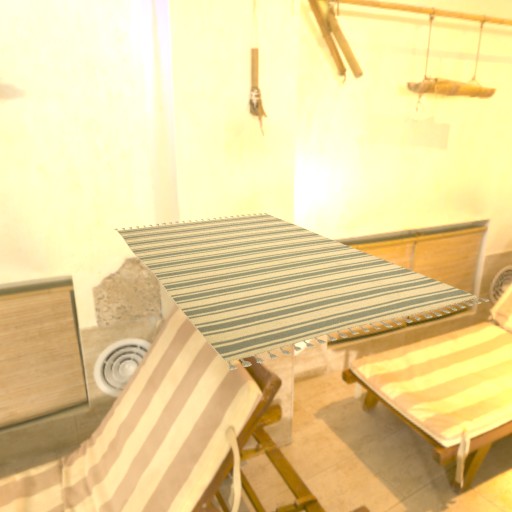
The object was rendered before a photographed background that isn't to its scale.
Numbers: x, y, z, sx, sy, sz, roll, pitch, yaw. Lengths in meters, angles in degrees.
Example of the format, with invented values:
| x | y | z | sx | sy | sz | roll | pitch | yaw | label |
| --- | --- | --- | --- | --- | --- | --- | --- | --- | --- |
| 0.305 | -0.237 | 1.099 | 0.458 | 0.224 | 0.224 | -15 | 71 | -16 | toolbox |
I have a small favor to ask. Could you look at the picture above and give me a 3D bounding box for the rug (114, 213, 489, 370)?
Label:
| x | y | z | sx | sy | sz | roll | pitch | yaw | label |
| --- | --- | --- | --- | --- | --- | --- | --- | --- | --- |
| 0.000 | 0.000 | 2.526 | 1.222 | 0.009 | 2.084 | -9 | 19 | -25 | rug |
